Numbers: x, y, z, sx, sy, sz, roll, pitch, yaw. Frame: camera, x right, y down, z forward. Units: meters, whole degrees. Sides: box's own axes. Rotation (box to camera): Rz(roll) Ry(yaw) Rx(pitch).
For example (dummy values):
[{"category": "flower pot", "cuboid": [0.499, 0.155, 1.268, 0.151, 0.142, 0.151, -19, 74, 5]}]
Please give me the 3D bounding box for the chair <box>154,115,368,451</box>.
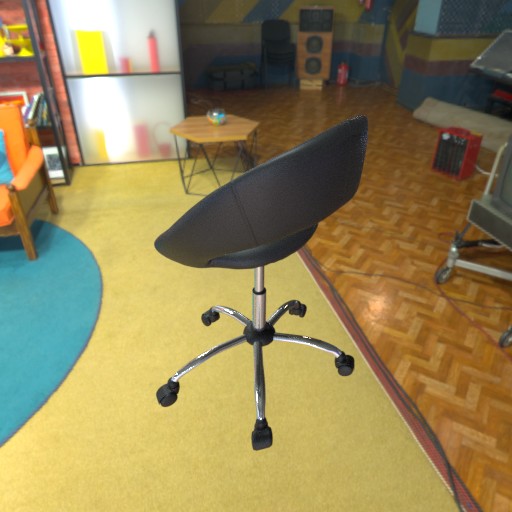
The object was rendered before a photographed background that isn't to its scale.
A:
[{"category": "chair", "cuboid": [0.000, 0.000, 1.186, 0.538, 0.791, 0.612, 22, 38, 31]}]
